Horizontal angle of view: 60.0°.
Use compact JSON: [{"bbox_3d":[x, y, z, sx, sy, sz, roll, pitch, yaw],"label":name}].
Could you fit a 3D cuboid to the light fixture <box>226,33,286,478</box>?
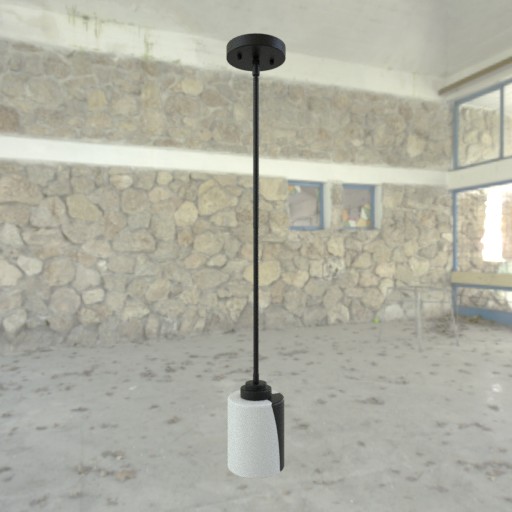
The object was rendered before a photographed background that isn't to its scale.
[{"bbox_3d":[0.000,0.000,0.919,0.123,0.863,0.123,0,0,-20],"label":"light fixture"}]
